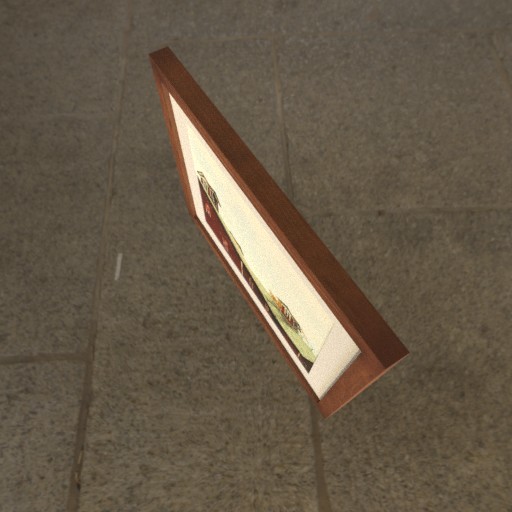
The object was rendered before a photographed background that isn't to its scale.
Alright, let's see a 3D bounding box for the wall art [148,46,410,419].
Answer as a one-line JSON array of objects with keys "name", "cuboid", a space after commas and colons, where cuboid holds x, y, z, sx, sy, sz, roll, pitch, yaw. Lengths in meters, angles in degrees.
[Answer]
[{"name": "wall art", "cuboid": [0.000, 0.000, 0.773, 0.033, 0.457, 0.558, -29, 67, -14]}]
